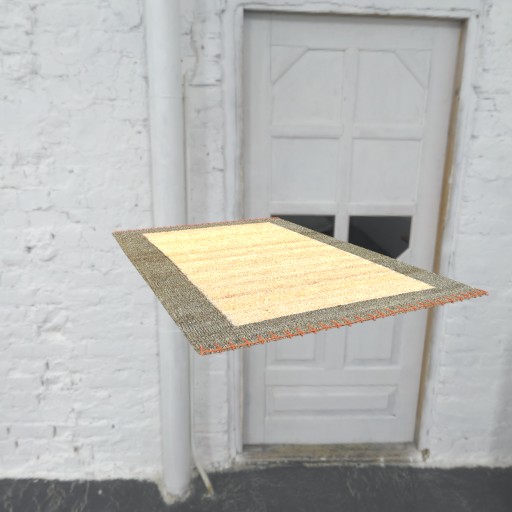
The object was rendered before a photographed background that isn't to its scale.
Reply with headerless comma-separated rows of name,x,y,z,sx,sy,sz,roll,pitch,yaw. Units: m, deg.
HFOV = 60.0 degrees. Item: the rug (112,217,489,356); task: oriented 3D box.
rug,0.000,0.000,2.312,1.220,0.019,1.838,-7,17,-24
